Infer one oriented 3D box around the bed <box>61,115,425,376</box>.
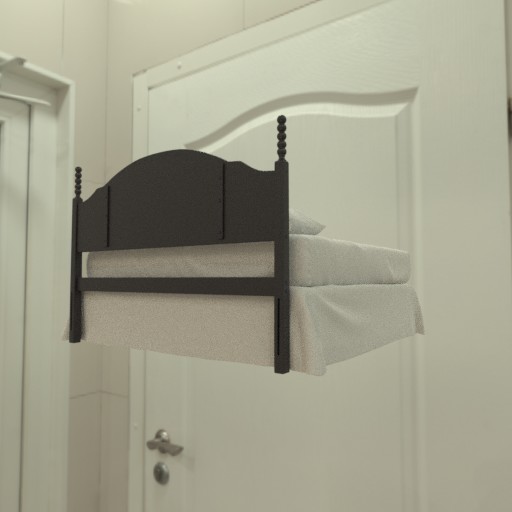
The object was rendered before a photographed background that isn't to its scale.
[{"bbox_3d":[0.000,0.000,3.730,2.322,1.355,2.219,-2,-4,36],"label":"bed"}]
